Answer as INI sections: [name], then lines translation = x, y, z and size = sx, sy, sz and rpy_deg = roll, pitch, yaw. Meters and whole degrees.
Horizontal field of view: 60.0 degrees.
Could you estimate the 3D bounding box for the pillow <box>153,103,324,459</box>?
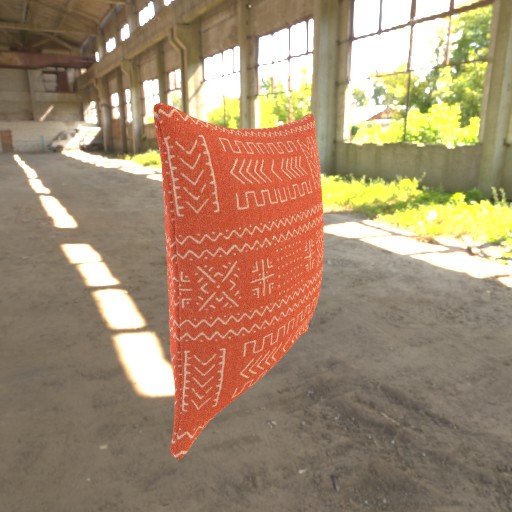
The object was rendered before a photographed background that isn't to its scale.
[pillow]
translation = 0.000, 0.000, 0.677
size = 0.164, 0.429, 0.438
rpy_deg = 8, 18, 27
